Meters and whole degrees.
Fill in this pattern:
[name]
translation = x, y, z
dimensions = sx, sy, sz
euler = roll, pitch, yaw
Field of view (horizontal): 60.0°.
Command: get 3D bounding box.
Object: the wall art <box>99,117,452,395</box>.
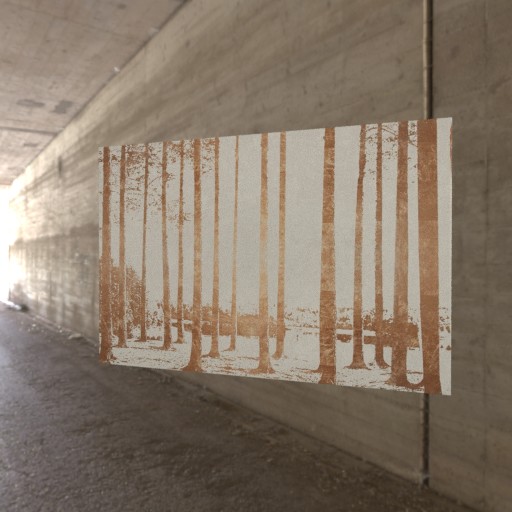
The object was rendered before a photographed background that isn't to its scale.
[wall art]
translation = 0.000, 0.000, 0.755
dimensions = 0.609, 0.405, 0.035
euler = 0, 1, 18
